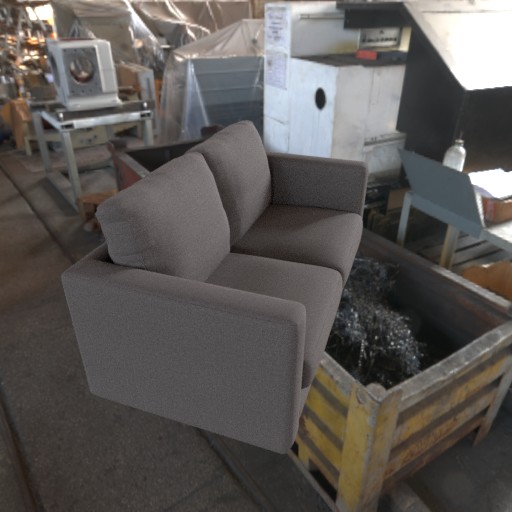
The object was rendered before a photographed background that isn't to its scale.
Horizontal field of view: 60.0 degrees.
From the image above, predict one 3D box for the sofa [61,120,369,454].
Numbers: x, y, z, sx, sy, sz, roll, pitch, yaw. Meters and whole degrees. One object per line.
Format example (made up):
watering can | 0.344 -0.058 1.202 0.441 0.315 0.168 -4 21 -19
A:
sofa | 0.000 0.000 1.949 0.796 0.908 1.430 10 32 17
